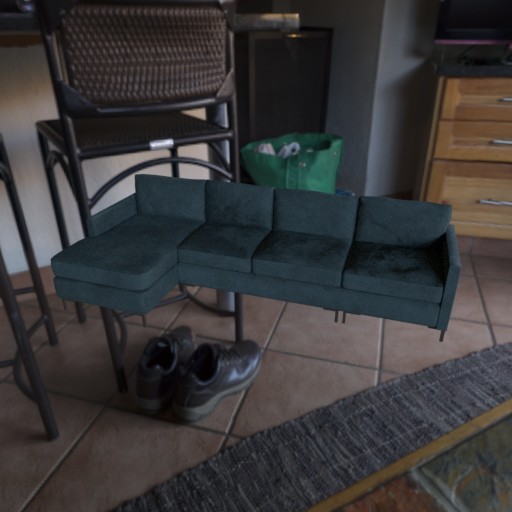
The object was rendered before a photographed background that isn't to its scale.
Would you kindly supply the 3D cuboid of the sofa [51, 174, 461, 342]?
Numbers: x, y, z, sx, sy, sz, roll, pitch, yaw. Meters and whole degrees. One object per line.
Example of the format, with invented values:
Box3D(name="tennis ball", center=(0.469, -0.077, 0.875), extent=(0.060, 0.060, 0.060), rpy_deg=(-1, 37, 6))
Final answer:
Box3D(name="sofa", center=(0.000, 0.000, 4.069), extent=(3.400, 0.967, 1.500), rpy_deg=(8, 27, 17))
